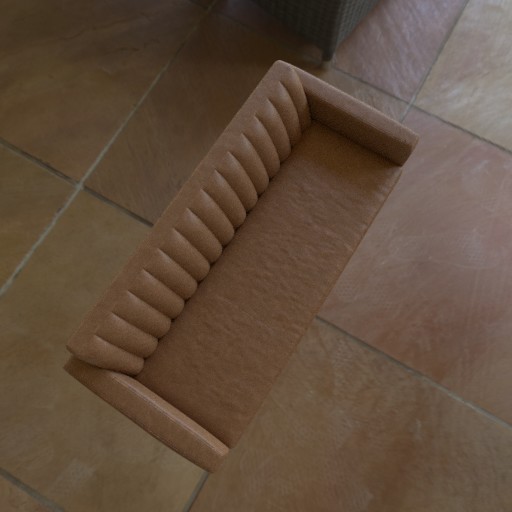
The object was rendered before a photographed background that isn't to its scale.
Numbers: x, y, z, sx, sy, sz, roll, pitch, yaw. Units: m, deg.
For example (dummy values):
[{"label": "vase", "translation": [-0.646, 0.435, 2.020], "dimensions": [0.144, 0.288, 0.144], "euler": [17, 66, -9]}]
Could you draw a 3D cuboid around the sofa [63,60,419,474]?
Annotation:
[{"label": "sofa", "translation": [0.000, 0.000, 2.709], "dimensions": [0.990, 0.821, 2.291], "euler": [32, 77, 8]}]
